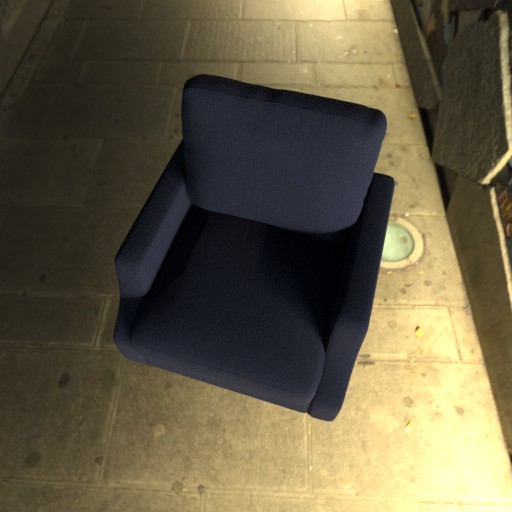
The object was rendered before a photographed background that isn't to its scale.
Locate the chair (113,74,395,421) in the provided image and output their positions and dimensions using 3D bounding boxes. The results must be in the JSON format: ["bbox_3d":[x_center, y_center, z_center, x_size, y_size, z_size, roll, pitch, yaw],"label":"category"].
[{"bbox_3d":[0.000,0.000,1.630,0.855,0.991,0.897,15,58,9],"label":"chair"}]
